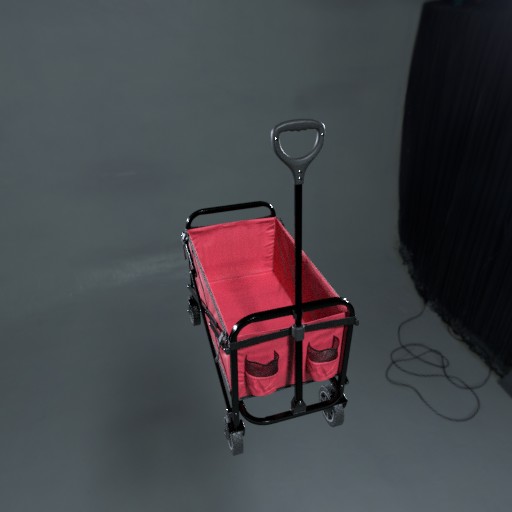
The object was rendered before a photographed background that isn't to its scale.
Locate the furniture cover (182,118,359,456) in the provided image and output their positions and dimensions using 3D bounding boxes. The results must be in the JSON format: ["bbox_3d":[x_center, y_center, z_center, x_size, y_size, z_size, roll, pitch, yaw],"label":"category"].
[{"bbox_3d":[0.000,0.000,1.819,0.532,1.295,1.038,-10,33,-15],"label":"furniture cover"}]
